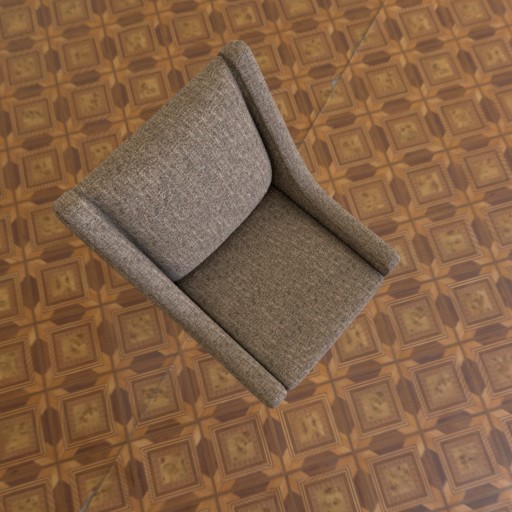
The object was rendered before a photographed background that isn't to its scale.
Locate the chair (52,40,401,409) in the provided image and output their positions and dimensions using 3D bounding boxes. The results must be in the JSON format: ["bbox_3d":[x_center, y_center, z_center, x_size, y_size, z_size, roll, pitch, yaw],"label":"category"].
[{"bbox_3d":[0.000,0.000,1.673,0.870,1.014,0.774,41,79,10],"label":"chair"}]
